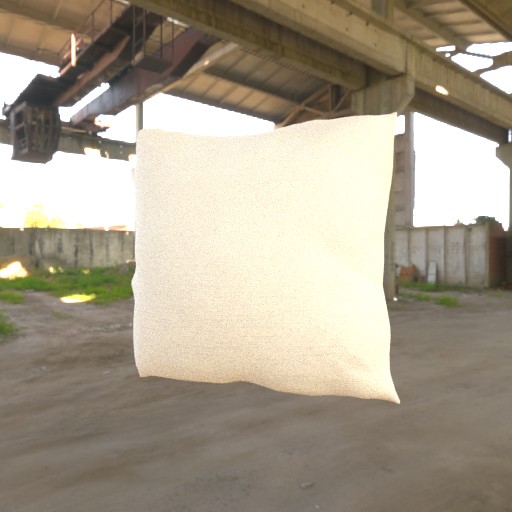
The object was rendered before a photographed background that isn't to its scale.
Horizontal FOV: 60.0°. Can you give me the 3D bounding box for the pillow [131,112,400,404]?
[{"bbox_3d":[0.000,0.000,0.725,0.450,0.448,0.245,0,1,17],"label":"pillow"}]
